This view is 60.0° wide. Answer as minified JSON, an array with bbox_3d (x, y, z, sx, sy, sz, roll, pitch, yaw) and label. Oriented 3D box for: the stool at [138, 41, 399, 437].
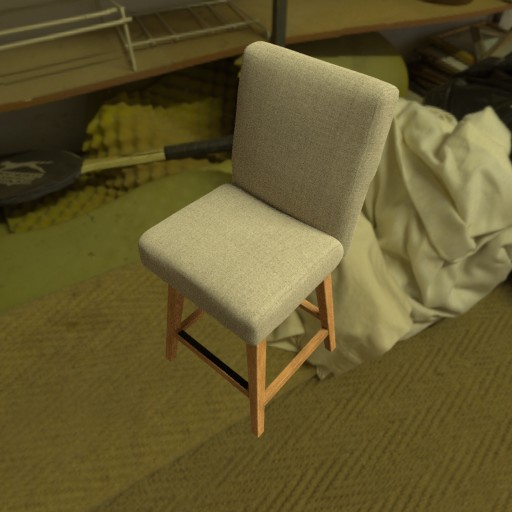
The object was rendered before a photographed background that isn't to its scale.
[{"bbox_3d":[0.000,0.000,1.323,0.459,1.010,0.526,32,54,27],"label":"stool"}]
